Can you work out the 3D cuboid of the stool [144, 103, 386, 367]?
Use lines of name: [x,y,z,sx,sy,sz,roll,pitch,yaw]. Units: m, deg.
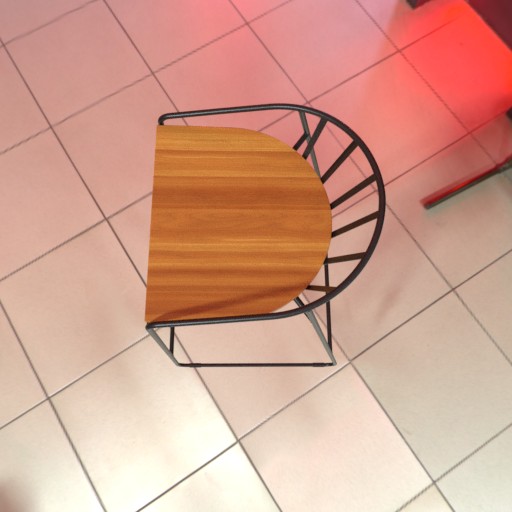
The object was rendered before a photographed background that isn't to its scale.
stool: [0.000,0.000,1.154,0.521,0.812,0.546,0,75,0]
